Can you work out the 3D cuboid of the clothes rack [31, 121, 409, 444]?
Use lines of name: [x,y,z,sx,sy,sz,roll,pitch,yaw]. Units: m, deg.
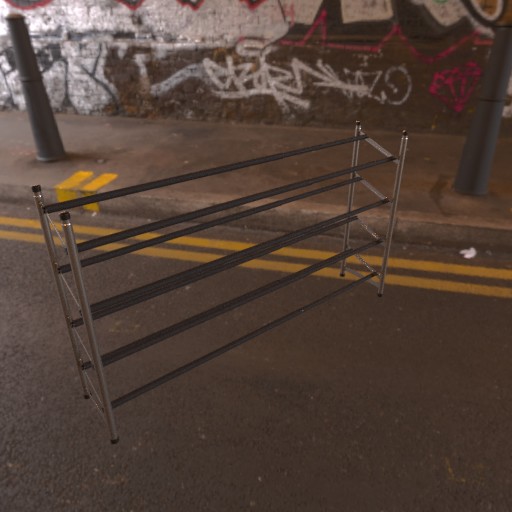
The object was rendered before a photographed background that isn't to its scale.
clothes rack: [0.000,0.000,1.431,1.168,0.672,0.229,-21,35,-33]
